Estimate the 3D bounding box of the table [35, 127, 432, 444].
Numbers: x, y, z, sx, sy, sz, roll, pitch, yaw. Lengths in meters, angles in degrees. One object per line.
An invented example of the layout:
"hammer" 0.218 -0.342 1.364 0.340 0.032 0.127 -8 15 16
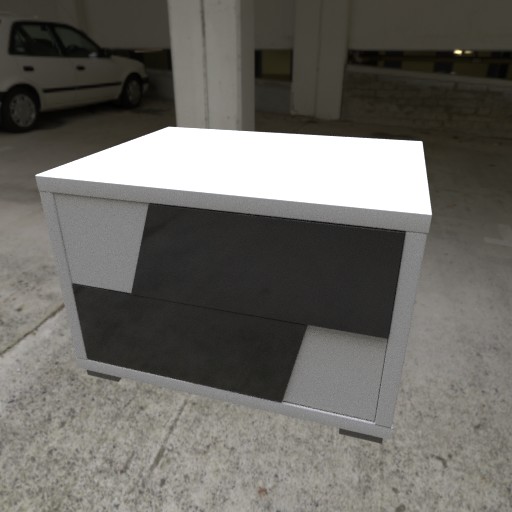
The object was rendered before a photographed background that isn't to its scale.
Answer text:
"table" 0.000 0.000 0.791 0.517 0.357 0.399 8 27 15
